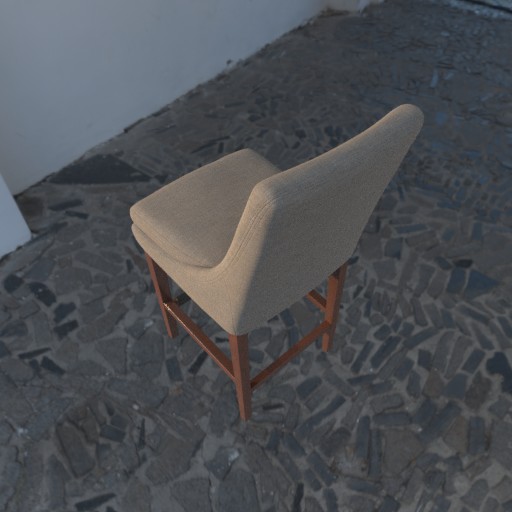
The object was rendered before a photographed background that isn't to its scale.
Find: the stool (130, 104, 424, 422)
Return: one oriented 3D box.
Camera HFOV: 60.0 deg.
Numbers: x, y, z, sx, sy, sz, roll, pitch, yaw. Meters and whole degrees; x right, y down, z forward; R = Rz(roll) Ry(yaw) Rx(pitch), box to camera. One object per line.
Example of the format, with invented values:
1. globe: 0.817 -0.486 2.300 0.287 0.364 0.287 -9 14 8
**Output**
1. stool: 0.000 0.000 1.253 0.470 0.981 0.577 -33 55 -27
